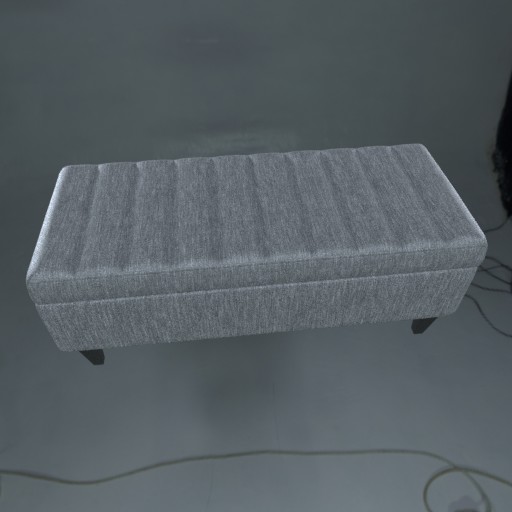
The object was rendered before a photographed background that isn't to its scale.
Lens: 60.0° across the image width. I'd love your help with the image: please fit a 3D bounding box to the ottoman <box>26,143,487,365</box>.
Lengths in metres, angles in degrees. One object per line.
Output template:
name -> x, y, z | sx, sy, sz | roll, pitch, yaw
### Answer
ottoman -> 0.000, 0.000, 1.376 | 1.151, 0.469, 0.482 | -5, 47, -4
